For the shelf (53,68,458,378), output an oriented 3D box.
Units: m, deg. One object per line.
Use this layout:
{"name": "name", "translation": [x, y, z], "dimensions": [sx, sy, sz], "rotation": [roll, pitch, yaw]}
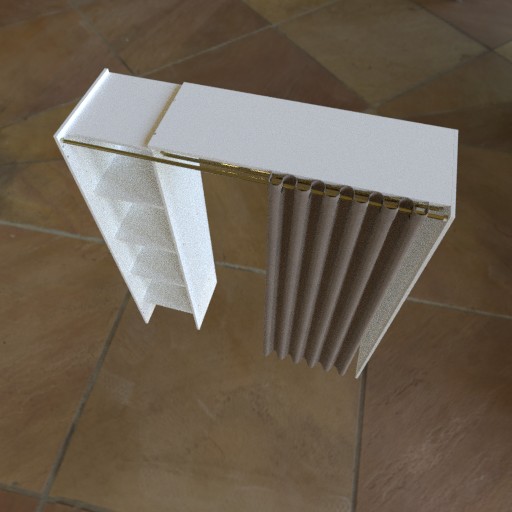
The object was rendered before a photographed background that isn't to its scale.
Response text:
{"name": "shelf", "translation": [0.000, 0.000, 2.579], "dimensions": [1.600, 1.820, 0.500], "rotation": [13, 58, 8]}
